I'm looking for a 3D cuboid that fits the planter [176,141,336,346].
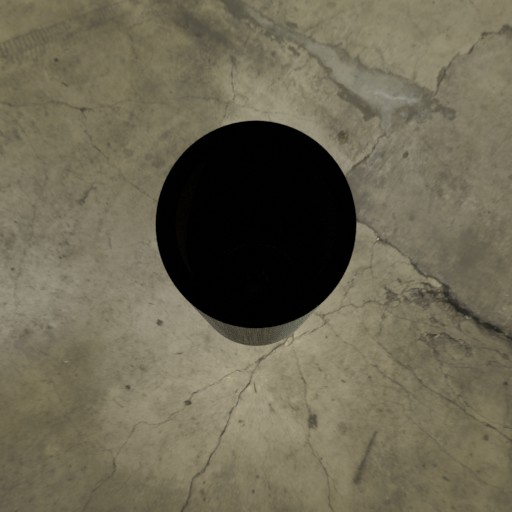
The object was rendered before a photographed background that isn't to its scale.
[{"bbox_3d":[0.000,0.000,0.127,0.045,0.103,0.045,39,79,9],"label":"planter"}]
